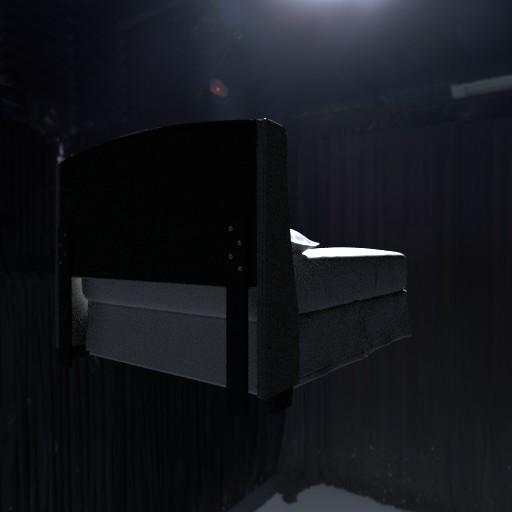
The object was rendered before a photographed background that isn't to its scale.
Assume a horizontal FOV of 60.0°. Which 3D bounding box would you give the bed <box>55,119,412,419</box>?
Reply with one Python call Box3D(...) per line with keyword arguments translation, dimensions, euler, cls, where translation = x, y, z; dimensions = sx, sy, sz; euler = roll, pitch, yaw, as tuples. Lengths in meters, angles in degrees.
Box3D(translation=(0.000, 0.000, 3.314), dimensions=(1.710, 1.407, 2.237), euler=(1, 1, 36), cls="bed")
